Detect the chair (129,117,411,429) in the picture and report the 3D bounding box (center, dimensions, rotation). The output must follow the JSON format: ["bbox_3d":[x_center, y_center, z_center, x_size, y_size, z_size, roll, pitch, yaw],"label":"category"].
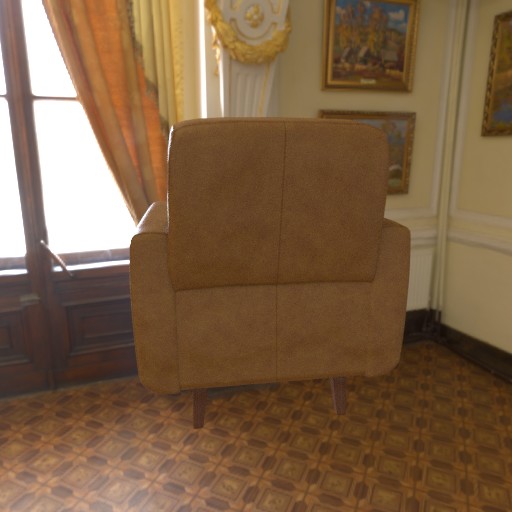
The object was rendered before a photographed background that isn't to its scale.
[{"bbox_3d":[0.000,0.000,1.683,0.845,0.968,0.942,-2,14,-9],"label":"chair"}]
